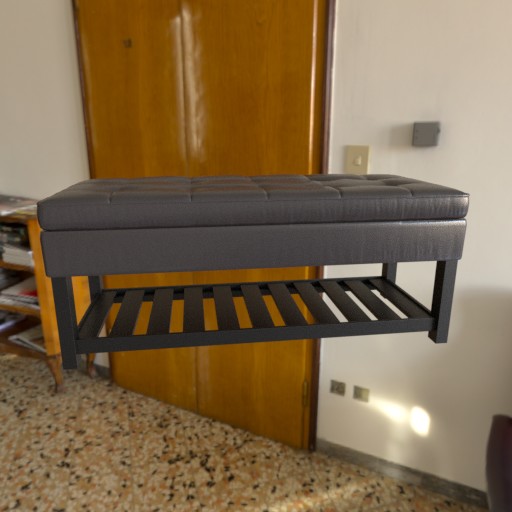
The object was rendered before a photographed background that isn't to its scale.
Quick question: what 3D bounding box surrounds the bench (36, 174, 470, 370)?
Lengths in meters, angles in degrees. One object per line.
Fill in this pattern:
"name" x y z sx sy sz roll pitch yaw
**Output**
"bench" 0.000 0.000 1.357 1.105 0.460 0.432 -2 16 -8
